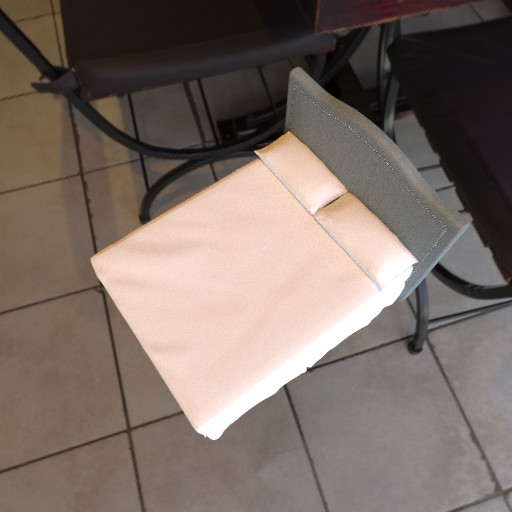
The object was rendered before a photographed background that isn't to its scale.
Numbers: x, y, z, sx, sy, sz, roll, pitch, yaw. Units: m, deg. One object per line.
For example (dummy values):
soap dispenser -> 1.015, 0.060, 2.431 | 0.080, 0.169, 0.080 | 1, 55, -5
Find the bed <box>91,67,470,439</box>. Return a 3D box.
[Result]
bed -> 0.000, 0.000, 3.403 | 2.143, 1.460, 1.753 | -33, 68, -15
